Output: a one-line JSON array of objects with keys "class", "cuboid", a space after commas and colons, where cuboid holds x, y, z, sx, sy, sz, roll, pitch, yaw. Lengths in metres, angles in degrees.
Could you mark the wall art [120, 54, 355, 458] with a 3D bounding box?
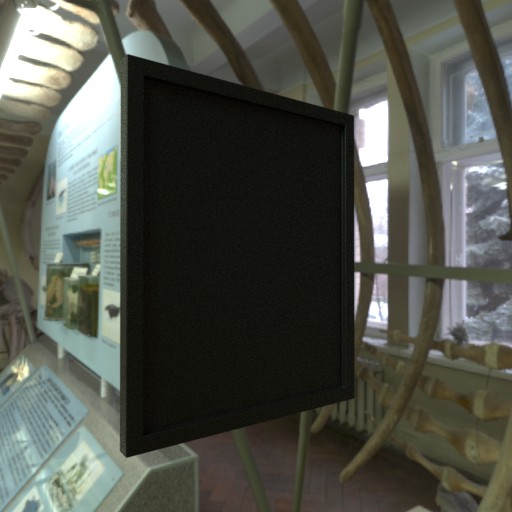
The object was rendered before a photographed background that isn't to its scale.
[{"class": "wall art", "cuboid": [0.000, 0.000, 0.754, 0.457, 0.559, 0.028, 0, -1, -35]}]
